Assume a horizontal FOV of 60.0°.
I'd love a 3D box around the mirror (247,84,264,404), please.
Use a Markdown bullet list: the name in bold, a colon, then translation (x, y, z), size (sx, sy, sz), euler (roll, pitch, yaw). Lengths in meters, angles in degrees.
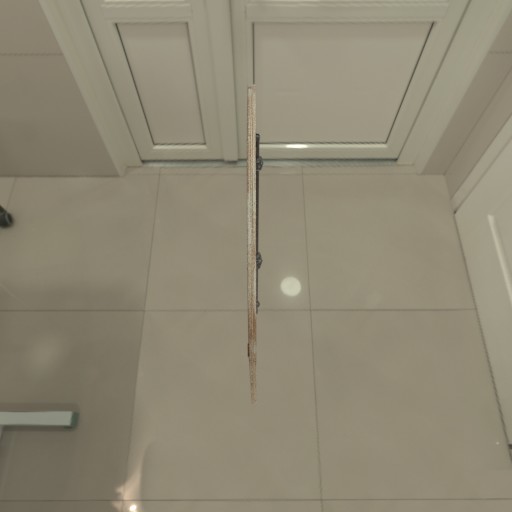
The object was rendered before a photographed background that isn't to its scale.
- **mirror**: translation (0.000, 0.000, 1.144), size (0.032, 0.915, 0.609), euler (0, 64, 0)
